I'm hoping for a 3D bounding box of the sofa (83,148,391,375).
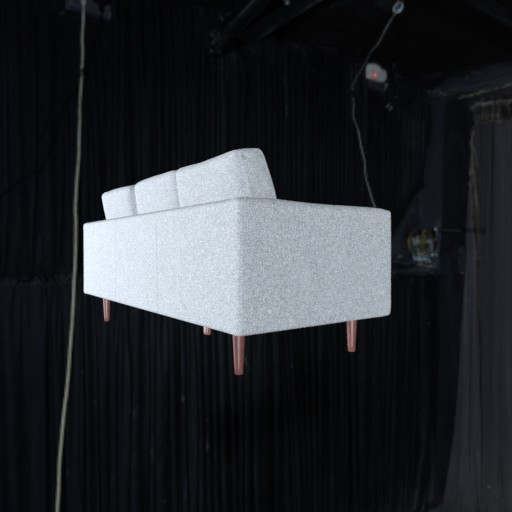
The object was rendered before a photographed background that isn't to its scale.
[{"bbox_3d":[0.000,0.000,2.938,1.667,0.957,2.055,-1,1,-36],"label":"sofa"}]
